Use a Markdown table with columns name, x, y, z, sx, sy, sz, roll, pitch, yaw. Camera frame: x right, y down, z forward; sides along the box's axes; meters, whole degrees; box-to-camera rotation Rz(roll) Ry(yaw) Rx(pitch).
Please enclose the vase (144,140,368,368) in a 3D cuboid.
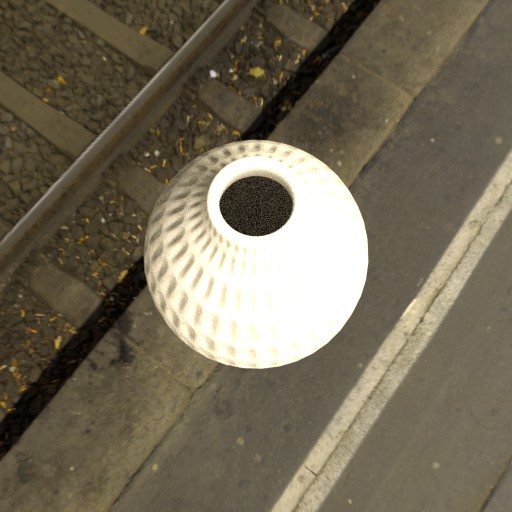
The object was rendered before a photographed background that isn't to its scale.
| name | x | y | z | sx | sy | sz | roll | pitch | yaw |
| --- | --- | --- | --- | --- | --- | --- | --- | --- | --- |
| vase | 0.000 | 0.000 | 0.329 | 0.162 | 0.223 | 0.162 | 0 | 75 | 0 |
